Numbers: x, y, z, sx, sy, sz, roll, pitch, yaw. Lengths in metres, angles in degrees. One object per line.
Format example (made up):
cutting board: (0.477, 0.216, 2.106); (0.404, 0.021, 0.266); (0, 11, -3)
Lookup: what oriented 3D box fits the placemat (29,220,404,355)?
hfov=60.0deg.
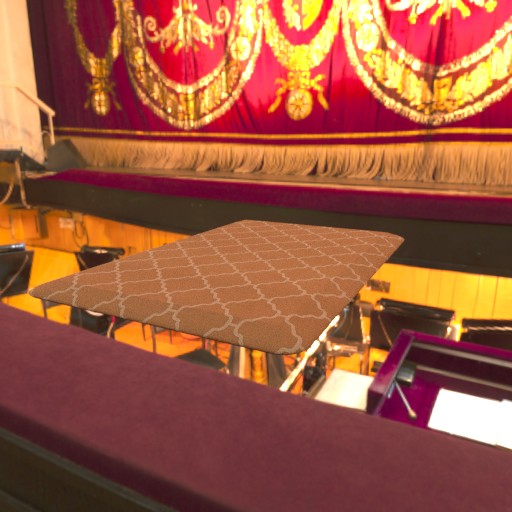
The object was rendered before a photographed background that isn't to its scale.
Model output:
placemat: (0.000, 0.000, 0.961); (0.508, 0.021, 0.762); (7, 16, 26)
